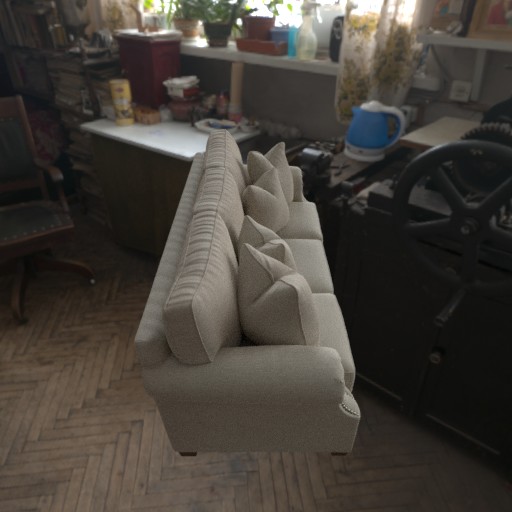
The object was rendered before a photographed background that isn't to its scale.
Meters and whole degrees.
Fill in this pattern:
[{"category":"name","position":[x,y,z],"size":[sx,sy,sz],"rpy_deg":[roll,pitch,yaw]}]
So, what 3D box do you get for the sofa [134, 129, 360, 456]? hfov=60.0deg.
[{"category":"sofa","position":[0.000,0.000,2.789],"size":[0.965,0.975,2.312],"rpy_deg":[0,33,0]}]
